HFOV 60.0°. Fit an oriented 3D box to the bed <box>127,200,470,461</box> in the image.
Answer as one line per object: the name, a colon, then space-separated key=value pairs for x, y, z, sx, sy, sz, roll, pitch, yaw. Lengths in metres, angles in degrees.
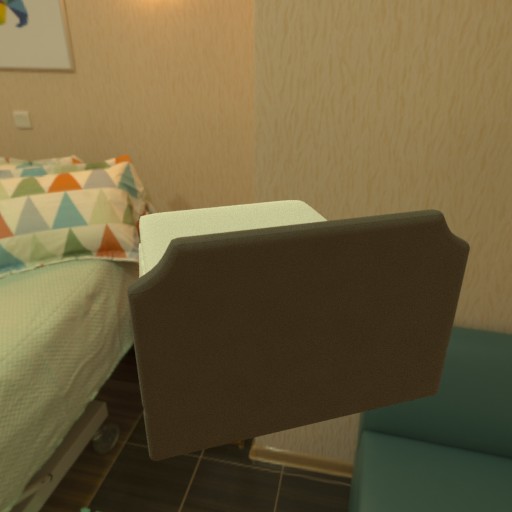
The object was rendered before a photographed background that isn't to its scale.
bed: x=0.000 y=0.000 z=3.292 sx=1.831 sy=1.297 sz=2.181 roll=-7 pitch=27 yaw=-15
